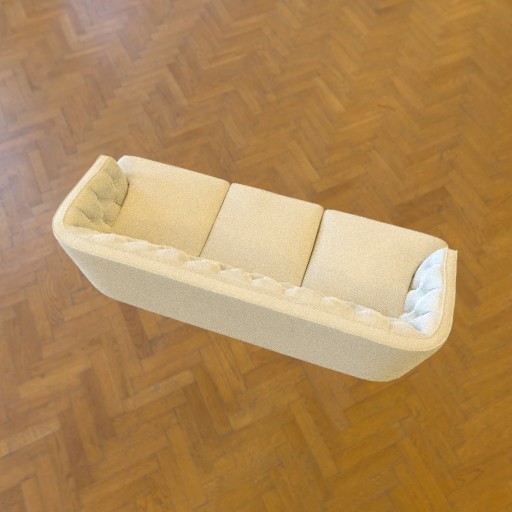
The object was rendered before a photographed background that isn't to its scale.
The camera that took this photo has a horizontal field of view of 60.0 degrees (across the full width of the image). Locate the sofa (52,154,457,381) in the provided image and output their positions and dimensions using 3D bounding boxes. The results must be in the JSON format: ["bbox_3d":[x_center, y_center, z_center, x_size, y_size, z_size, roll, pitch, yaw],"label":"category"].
[{"bbox_3d":[0.000,0.000,2.782,2.278,0.855,0.941,16,64,8],"label":"sofa"}]
